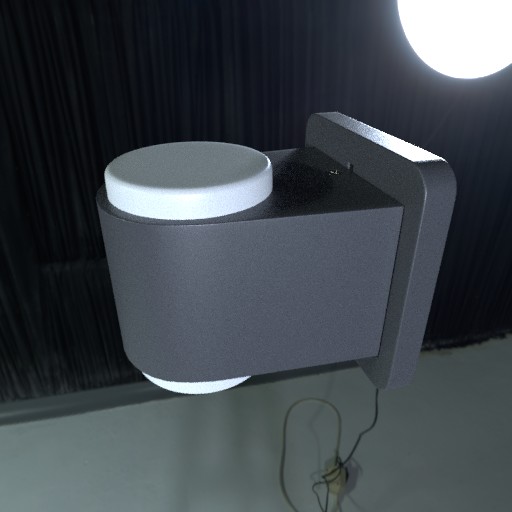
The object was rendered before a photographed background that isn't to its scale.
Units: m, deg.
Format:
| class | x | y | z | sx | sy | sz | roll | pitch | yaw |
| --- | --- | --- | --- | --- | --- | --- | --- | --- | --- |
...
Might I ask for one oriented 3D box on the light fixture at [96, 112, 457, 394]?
| class | x | y | z | sx | sy | sz | roll | pitch | yaw |
| --- | --- | --- | --- | --- | --- | --- | --- | --- | --- |
| light fixture | 0.000 | 0.000 | 0.209 | 0.132 | 0.109 | 0.109 | -8 | 30 | -15 |
